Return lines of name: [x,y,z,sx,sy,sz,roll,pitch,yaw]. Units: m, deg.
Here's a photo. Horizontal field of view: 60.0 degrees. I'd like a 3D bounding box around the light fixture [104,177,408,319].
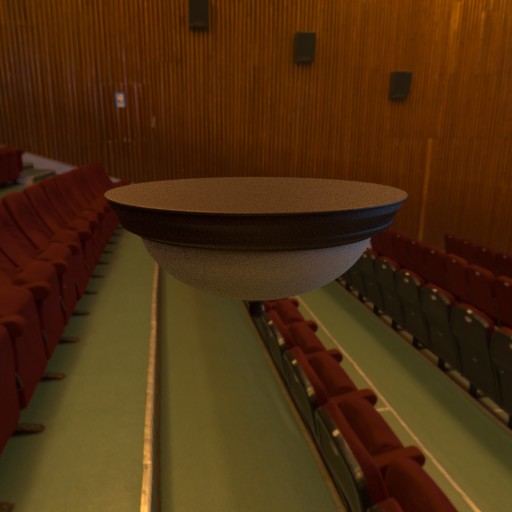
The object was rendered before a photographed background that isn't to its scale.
light fixture: [0.000,0.000,0.447,0.280,0.135,0.280,0,15,0]
